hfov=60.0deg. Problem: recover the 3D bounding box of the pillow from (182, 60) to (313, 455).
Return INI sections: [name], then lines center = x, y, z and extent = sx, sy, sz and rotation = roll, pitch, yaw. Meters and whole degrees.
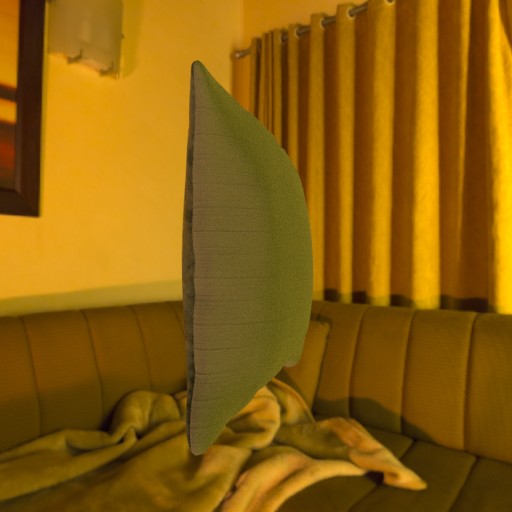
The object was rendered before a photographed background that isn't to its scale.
[pillow]
center = 0.000, 0.000, 0.733
extent = 0.175, 0.464, 0.470
rotation = 0, 0, 17
